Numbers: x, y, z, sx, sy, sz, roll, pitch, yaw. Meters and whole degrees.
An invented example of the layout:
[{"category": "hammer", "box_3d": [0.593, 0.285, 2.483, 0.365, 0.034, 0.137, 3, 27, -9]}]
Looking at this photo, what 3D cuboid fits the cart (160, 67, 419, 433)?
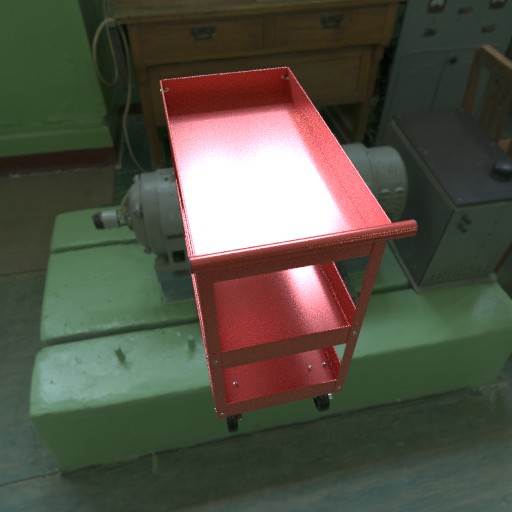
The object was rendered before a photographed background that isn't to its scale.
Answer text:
[{"category": "cart", "box_3d": [0.000, 0.000, 1.196, 0.366, 0.780, 0.719, -10, 47, -9]}]
